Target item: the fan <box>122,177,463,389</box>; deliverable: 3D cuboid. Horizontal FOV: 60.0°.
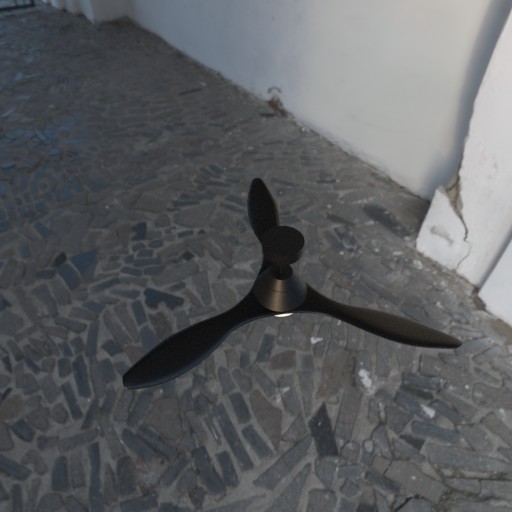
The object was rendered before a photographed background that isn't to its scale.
[{"bbox_3d":[0.000,0.000,1.600,1.067,0.305,1.067,-15,49,-13],"label":"fan"}]
